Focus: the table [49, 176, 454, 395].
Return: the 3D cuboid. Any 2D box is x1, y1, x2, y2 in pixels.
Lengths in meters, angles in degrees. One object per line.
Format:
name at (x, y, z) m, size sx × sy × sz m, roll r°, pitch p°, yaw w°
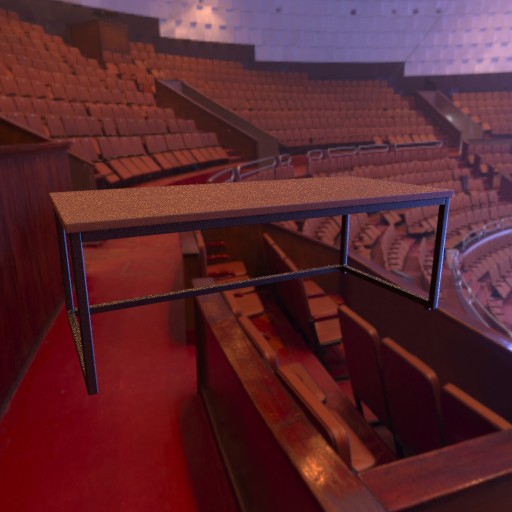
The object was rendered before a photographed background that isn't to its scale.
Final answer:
table at (0.000, 0.000, 1.375) m, size 1.100 × 0.400 × 0.500 m, roll -8°, pitch 18°, yaw -26°
